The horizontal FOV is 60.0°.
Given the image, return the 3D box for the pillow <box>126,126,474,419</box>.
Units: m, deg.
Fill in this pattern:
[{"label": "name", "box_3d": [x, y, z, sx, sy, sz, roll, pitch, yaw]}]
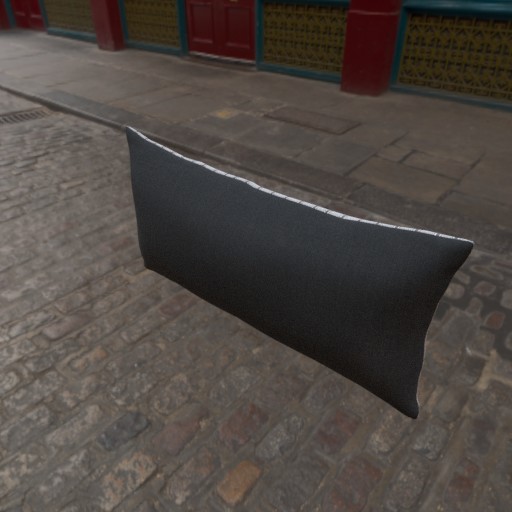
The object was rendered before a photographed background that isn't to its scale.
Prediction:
[{"label": "pillow", "box_3d": [0.000, 0.000, 0.717, 0.609, 0.305, 0.151, 24, 40, 32]}]
